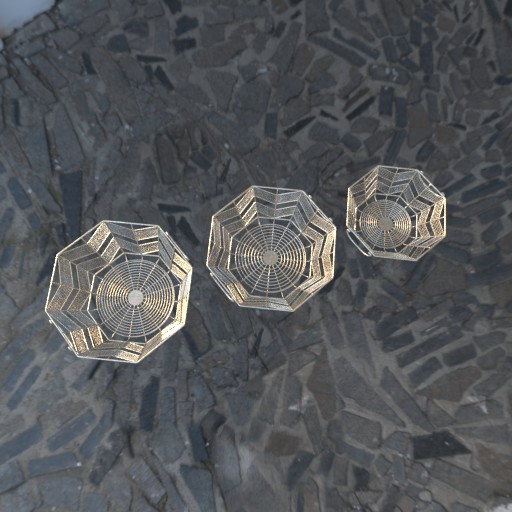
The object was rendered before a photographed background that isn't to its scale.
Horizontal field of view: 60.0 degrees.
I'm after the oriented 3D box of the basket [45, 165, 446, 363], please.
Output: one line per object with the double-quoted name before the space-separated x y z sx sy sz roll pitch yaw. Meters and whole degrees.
"basket" 0.000 0.000 1.382 1.246 0.178 0.432 -16 77 -4
